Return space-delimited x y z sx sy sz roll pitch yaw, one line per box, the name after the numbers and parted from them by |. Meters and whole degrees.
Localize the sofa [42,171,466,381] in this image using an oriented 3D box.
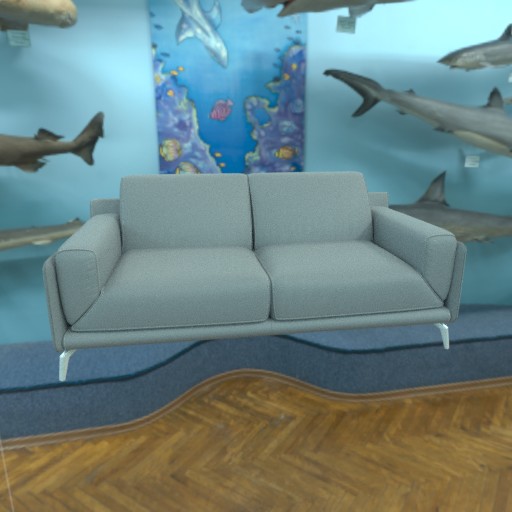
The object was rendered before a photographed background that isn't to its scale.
0.000 0.000 2.597 2.100 0.900 0.969 -3 16 -9 | sofa
